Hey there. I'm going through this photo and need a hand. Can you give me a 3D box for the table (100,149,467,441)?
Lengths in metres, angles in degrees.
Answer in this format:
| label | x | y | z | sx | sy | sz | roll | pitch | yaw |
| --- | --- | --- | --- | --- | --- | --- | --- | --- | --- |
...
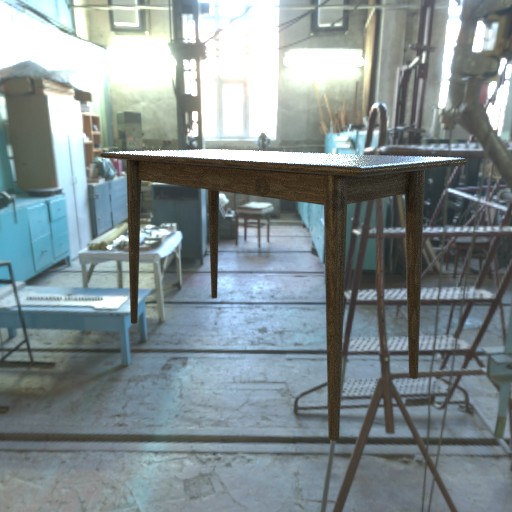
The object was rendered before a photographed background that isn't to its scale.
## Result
| label | x | y | z | sx | sy | sz | roll | pitch | yaw |
| --- | --- | --- | --- | --- | --- | --- | --- | --- | --- |
| table | 0.000 | 0.000 | 1.750 | 0.599 | 0.780 | 1.300 | -14 | 21 | -42 |
